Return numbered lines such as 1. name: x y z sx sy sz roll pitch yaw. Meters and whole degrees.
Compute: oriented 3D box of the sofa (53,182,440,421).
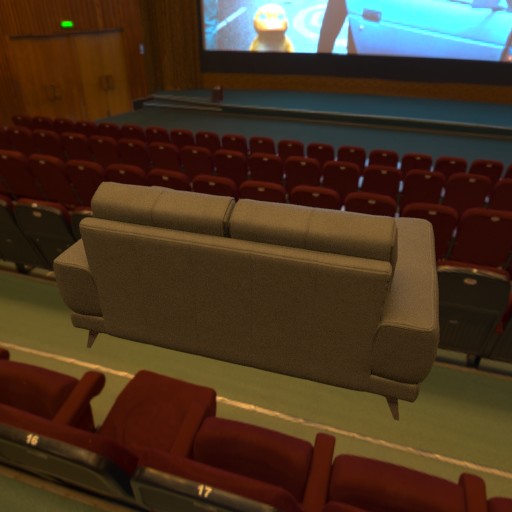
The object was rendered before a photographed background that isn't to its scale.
1. sofa: 0.000 0.000 2.352 1.806 0.907 1.018 9 32 14
